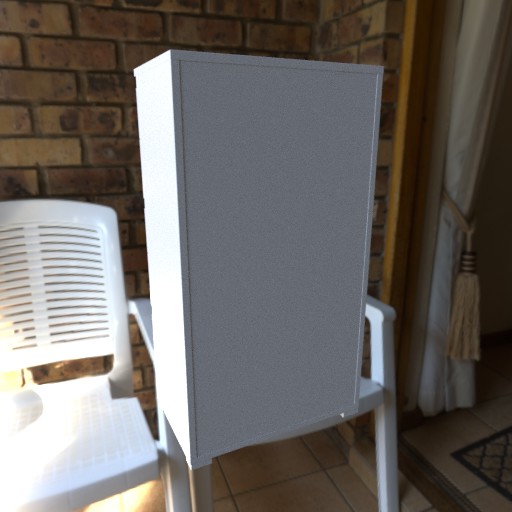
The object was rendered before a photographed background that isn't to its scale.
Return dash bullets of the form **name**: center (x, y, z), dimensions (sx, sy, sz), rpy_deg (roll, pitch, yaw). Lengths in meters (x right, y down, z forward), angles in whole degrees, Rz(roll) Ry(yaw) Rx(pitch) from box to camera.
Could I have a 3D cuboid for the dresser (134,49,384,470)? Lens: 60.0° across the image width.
- **dresser**: center (0.000, 0.000, 1.511), dimensions (0.650, 1.190, 0.400), rpy_deg (-8, 18, -26)
